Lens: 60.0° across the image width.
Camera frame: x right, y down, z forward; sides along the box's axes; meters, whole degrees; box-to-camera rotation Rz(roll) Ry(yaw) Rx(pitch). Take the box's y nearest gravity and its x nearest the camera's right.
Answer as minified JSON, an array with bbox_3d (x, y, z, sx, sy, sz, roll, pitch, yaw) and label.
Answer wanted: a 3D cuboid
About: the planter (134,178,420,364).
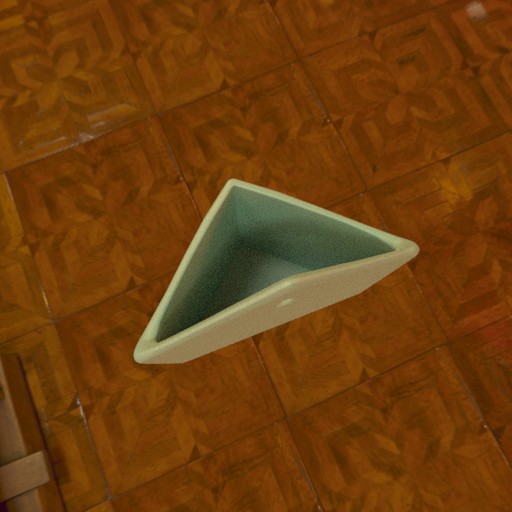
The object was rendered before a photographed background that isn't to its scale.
[{"bbox_3d":[0.000,0.000,0.277,0.164,0.197,0.079,-21,77,-5],"label":"planter"}]
